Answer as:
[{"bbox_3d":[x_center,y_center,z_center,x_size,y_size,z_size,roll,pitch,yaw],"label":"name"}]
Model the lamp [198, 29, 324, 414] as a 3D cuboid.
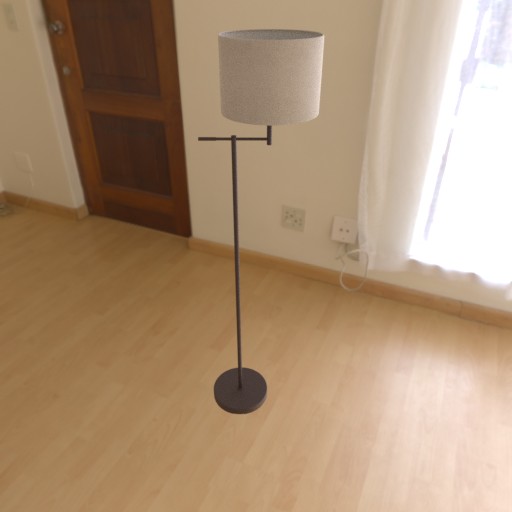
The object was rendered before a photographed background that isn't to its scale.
[{"bbox_3d":[0.000,0.000,1.778,0.416,1.600,0.324,0,32,0],"label":"lamp"}]
